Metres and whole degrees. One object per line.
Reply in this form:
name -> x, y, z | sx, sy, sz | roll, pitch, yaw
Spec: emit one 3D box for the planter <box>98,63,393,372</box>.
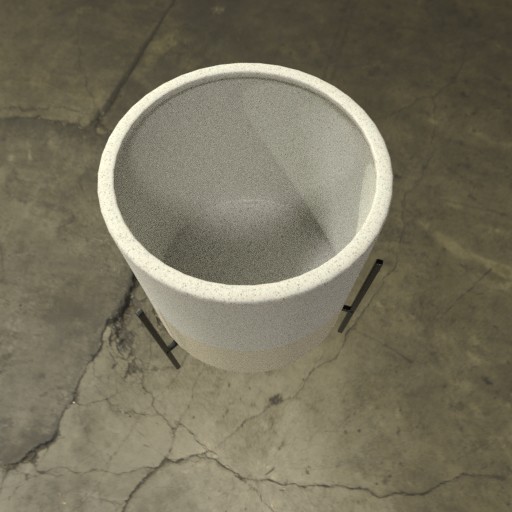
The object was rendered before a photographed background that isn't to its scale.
planter -> 0.000, 0.000, 0.652 | 0.335, 0.423, 0.313 | 15, 65, 7
